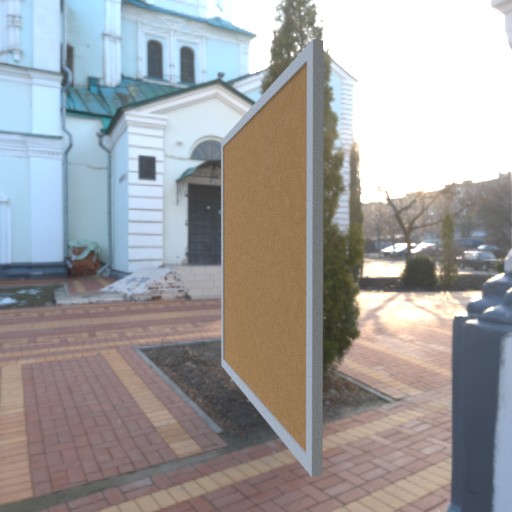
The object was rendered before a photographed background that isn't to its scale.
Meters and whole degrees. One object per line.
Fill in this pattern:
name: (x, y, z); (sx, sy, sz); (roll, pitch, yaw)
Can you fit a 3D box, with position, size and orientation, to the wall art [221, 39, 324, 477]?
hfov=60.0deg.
wall art: (0.000, 0.000, 0.683); (0.012, 0.457, 0.457); (0, 1, -16)
